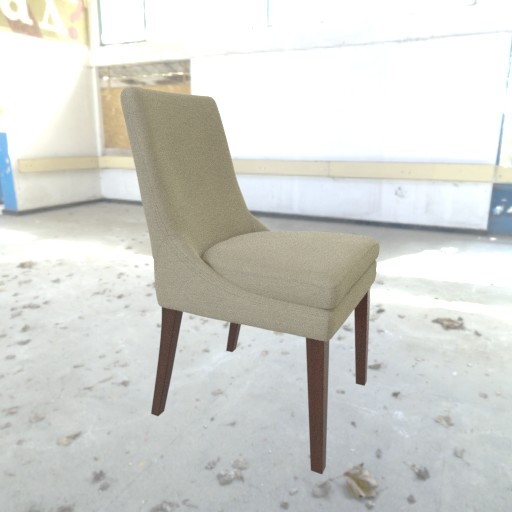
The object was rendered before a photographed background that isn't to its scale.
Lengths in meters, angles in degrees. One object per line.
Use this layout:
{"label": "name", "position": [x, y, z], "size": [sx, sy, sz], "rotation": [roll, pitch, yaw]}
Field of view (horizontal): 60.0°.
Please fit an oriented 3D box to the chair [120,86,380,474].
{"label": "chair", "position": [0.000, 0.000, 1.320], "size": [0.638, 0.940, 0.515], "rotation": [8, 17, 25]}
